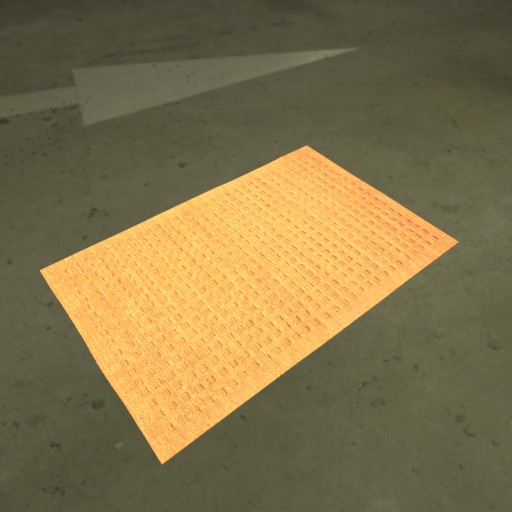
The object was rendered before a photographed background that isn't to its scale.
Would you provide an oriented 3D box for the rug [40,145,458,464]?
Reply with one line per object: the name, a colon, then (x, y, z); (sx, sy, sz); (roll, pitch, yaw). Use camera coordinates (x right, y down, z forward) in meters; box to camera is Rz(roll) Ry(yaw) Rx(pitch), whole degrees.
rug: (0.000, 0.000, 2.199); (1.747, 0.006, 1.143); (-30, 53, -25)
